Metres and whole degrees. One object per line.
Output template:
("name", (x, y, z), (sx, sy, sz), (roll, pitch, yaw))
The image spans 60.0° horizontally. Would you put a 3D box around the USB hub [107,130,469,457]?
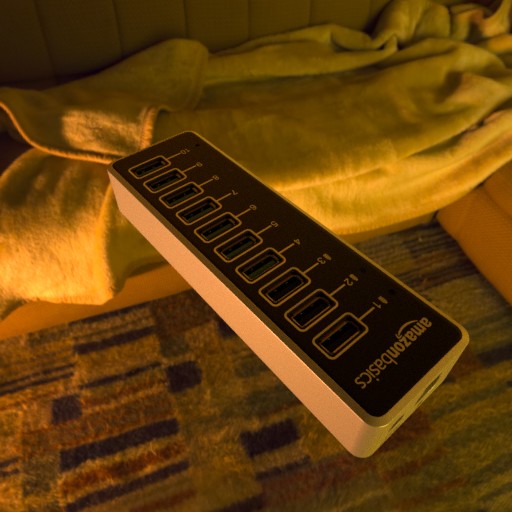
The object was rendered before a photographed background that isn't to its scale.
("USB hub", (0.000, 0.000, 0.164), (0.044, 0.023, 0.145), (-32, 55, -26))
